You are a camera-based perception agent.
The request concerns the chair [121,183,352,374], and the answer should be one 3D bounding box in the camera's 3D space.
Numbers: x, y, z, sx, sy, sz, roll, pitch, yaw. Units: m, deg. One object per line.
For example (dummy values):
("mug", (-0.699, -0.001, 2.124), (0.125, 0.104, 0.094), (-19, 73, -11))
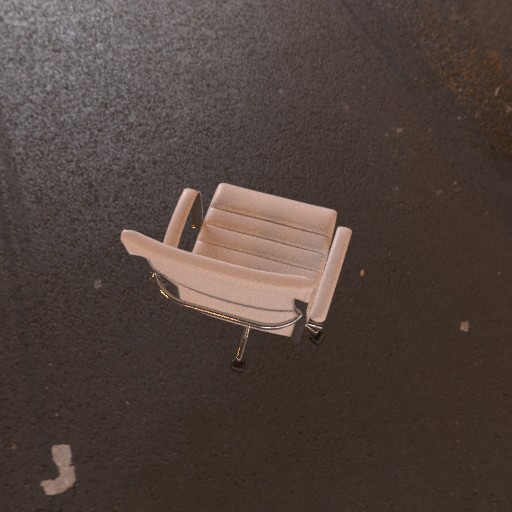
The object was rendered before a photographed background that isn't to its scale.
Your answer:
("chair", (0.000, 0.000, 1.569), (0.679, 1.149, 0.679), (15, 65, 7))
